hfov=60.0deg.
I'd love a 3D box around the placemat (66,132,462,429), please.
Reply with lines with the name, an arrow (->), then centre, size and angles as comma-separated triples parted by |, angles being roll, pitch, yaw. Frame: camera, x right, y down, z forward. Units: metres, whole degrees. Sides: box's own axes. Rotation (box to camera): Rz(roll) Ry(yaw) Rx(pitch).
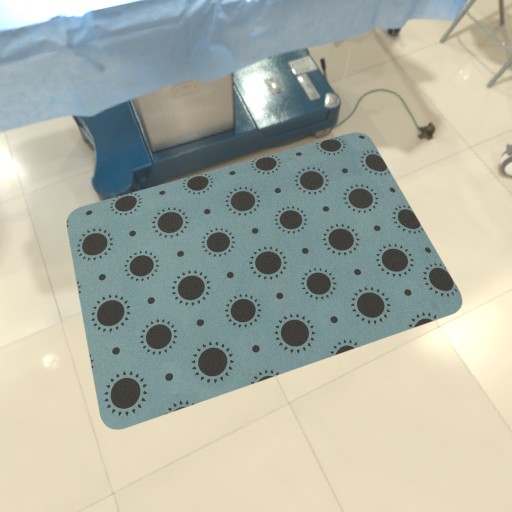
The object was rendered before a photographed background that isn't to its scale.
placemat -> 0.000, 0.000, 0.964 | 0.762, 0.021, 0.508 | -17, 65, -8
